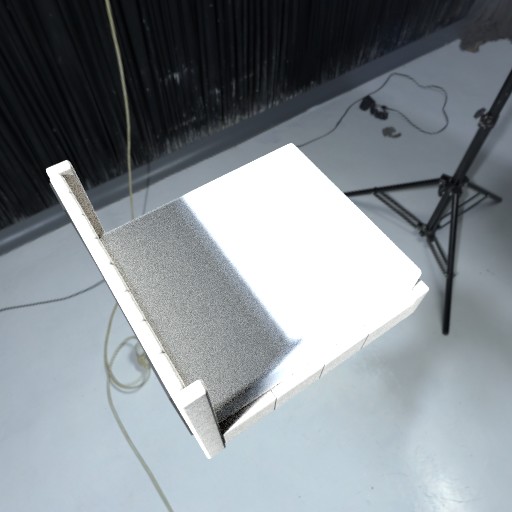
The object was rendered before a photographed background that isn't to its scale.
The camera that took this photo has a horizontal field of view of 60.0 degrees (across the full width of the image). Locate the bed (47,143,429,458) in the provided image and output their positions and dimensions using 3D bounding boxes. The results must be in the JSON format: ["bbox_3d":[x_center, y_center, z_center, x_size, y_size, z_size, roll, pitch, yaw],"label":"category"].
[{"bbox_3d":[0.000,0.000,3.834,2.370,1.743,2.045,-29,62,-17],"label":"bed"}]
